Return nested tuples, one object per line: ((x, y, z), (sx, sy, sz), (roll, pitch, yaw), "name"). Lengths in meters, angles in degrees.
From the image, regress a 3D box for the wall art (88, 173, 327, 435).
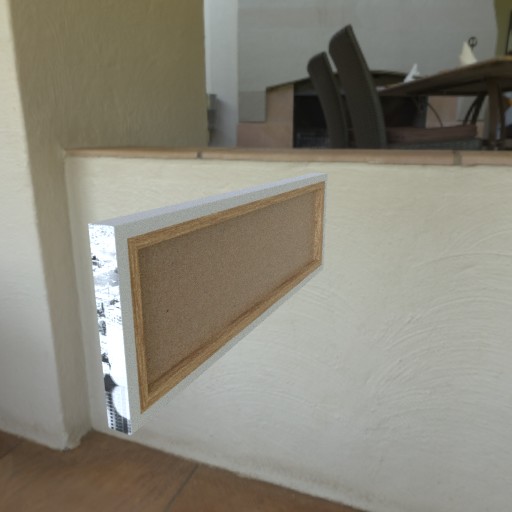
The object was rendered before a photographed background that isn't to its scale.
((0.000, 0.000, 0.836), (0.038, 0.255, 0.763), (7, 17, 25), "wall art")
